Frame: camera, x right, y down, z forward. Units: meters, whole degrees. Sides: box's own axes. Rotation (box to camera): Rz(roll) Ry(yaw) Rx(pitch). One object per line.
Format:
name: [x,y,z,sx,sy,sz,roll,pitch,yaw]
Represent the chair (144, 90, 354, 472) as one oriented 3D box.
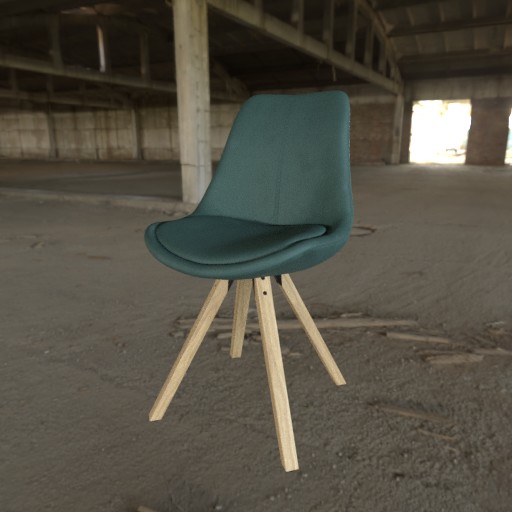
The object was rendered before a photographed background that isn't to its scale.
chair: [0.000,0.000,1.182,0.483,0.865,0.547,8,16,27]
